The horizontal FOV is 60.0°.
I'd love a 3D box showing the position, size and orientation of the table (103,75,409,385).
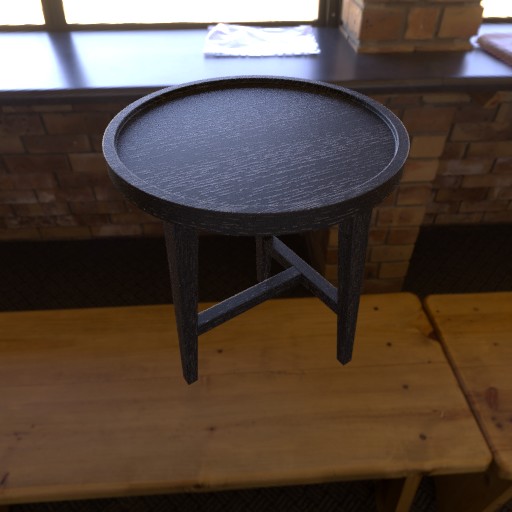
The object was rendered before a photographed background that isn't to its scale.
[{"bbox_3d":[0.000,0.000,0.746,0.399,0.460,0.399,0,41,0],"label":"table"}]
